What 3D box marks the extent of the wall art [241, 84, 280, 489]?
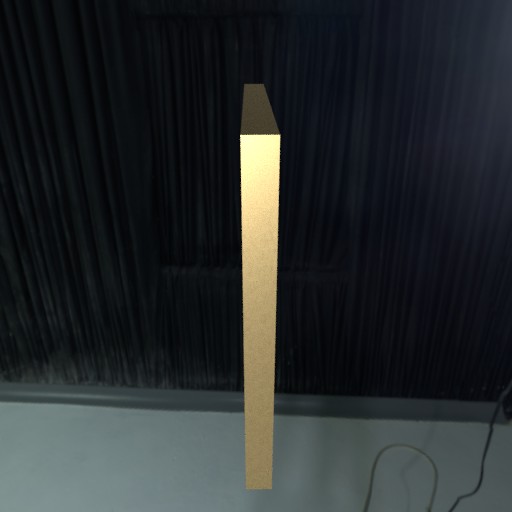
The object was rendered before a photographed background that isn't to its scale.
[{"bbox_3d":[0.000,0.000,1.926,0.095,1.284,1.284,0,26,-1],"label":"wall art"}]
